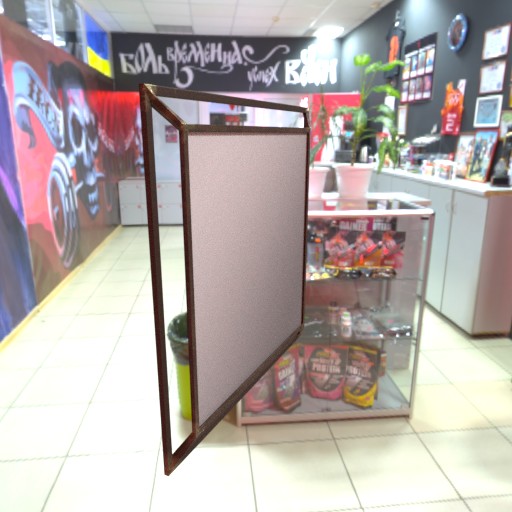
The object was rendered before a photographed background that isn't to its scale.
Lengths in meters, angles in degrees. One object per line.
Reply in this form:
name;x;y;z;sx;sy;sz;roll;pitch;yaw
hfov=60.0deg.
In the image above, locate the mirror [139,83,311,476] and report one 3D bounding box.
mirror;0.000;0.000;0.912;0.032;0.610;0.610;8;17;26
